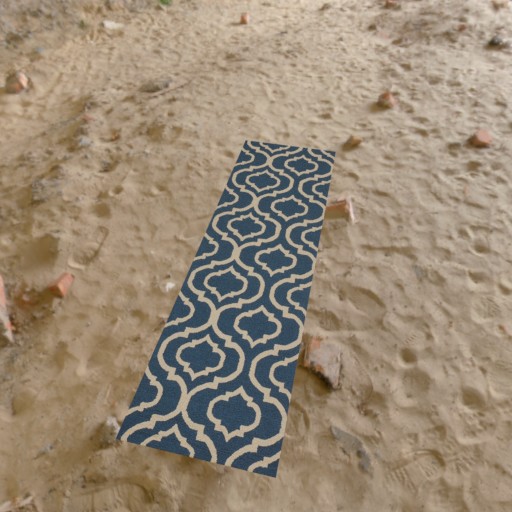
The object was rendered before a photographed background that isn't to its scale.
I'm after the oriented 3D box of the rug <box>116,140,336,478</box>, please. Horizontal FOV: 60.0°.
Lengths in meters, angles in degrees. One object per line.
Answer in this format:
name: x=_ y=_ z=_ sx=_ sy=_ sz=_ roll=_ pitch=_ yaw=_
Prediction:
rug: x=0.000 y=0.000 z=2.568 sx=0.685 sy=0.006 sz=2.296 roll=10 pitch=48 yaw=9
